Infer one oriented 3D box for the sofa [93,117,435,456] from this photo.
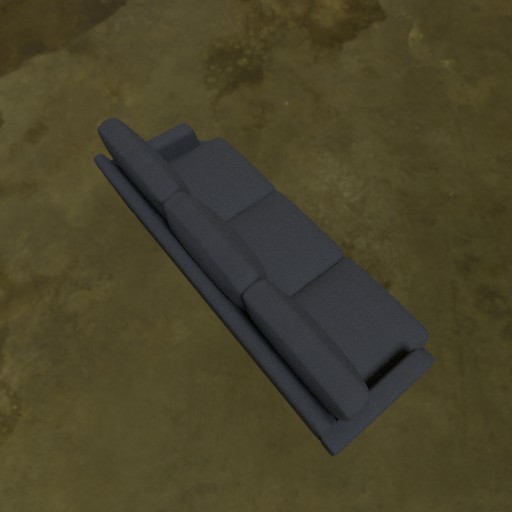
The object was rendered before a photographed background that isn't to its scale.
[{"bbox_3d":[0.000,0.000,2.563,0.888,0.984,2.115,-34,64,-19],"label":"sofa"}]
